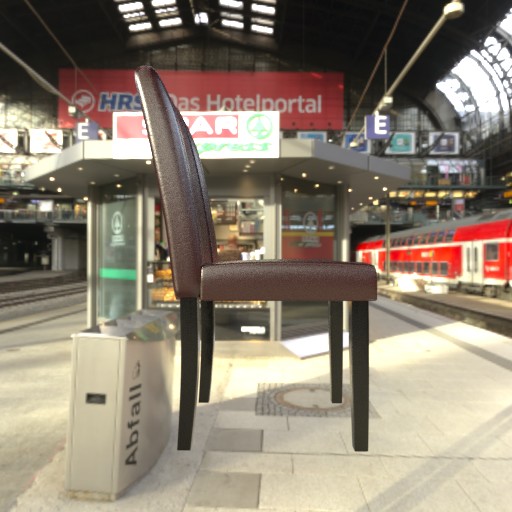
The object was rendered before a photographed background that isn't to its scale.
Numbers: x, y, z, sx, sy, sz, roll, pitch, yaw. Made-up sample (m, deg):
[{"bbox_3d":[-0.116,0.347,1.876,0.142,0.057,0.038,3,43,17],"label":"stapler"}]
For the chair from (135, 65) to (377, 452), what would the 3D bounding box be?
[{"bbox_3d":[0.000,0.000,1.198,0.556,0.897,0.399,0,0,1],"label":"chair"}]
